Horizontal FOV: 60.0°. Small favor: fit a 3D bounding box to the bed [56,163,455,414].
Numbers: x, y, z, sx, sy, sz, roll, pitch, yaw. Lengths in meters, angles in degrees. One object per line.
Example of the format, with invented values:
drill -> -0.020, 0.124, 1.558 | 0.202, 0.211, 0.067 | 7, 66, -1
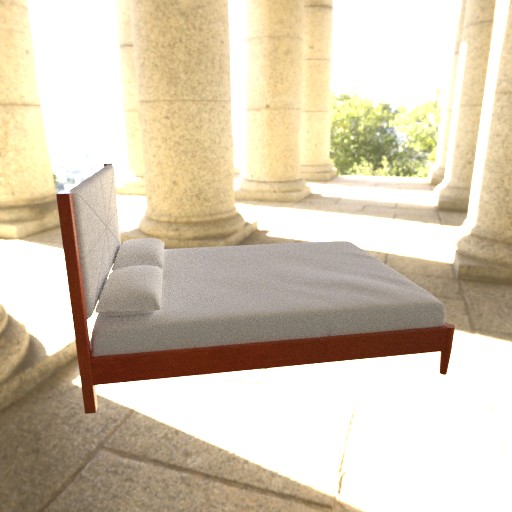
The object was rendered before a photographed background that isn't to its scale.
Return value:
bed -> 0.000, 0.000, 3.079 | 2.117, 1.165, 1.566 | -3, 17, -10
